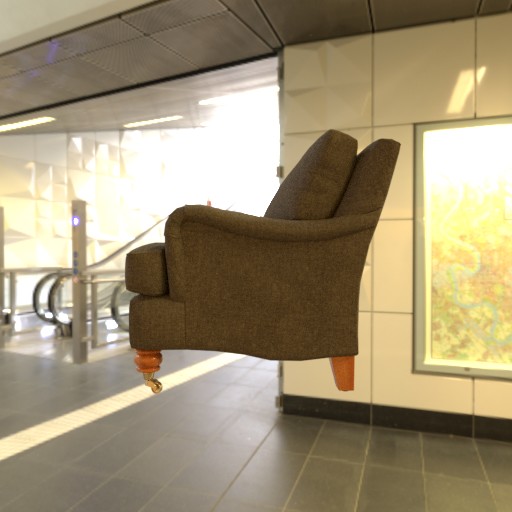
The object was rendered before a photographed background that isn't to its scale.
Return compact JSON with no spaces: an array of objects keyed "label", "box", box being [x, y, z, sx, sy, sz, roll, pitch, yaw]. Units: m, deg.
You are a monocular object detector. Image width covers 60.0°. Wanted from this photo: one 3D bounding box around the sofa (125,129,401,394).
[{"label":"sofa","box":[0.000,0.000,2.735,1.087,1.054,2.160,0,1,-1]}]
